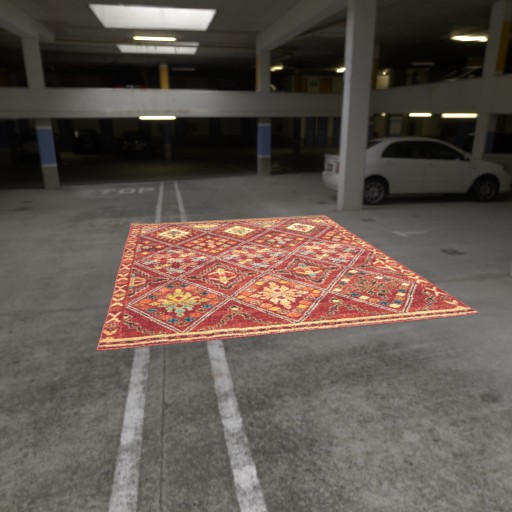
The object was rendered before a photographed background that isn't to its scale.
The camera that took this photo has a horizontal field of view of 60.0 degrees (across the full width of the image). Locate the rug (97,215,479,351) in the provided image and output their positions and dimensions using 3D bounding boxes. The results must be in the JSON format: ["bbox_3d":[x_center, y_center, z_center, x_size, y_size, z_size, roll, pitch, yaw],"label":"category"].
[{"bbox_3d":[0.000,0.000,4.210,2.489,0.030,3.086,-4,18,-11],"label":"rug"}]
